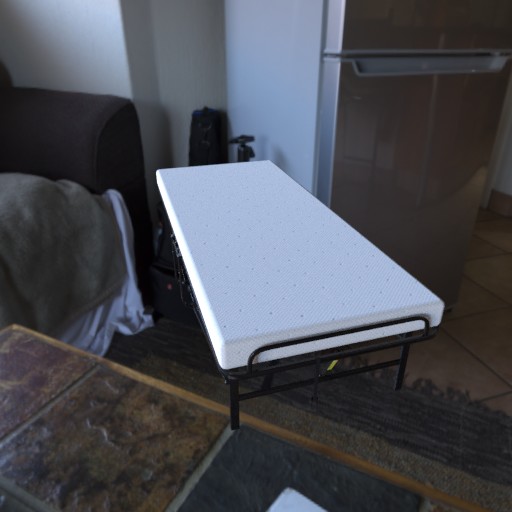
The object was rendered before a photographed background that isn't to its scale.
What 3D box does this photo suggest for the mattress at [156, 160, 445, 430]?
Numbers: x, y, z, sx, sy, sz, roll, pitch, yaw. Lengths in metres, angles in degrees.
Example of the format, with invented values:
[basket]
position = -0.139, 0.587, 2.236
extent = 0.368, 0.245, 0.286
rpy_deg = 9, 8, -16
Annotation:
[mattress]
position = 0.000, 0.000, 2.566
extent = 0.922, 0.519, 2.153
rpy_deg = -8, 29, -15
